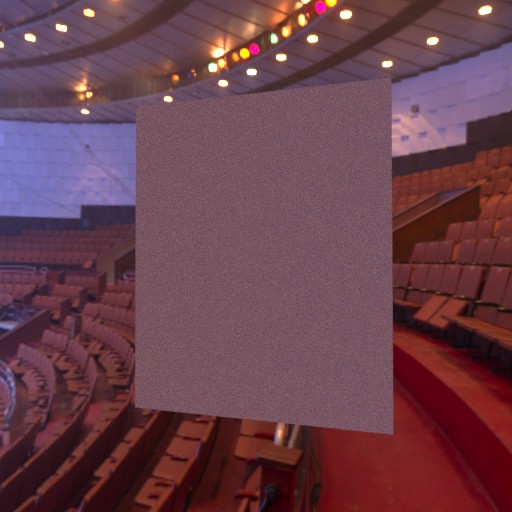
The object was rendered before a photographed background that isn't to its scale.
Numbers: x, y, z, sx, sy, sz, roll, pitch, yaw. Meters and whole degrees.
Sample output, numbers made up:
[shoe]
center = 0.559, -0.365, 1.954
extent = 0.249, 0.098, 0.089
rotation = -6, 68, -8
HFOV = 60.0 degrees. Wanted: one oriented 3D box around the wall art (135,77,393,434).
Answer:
[wall art]
center = 0.000, 0.000, 0.768
extent = 0.451, 0.553, 0.039
rotation = 0, -1, 17
